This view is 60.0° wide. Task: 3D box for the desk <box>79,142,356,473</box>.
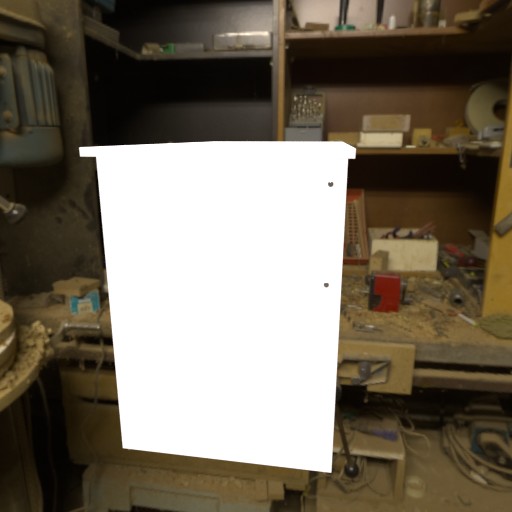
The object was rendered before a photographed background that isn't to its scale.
[{"bbox_3d":[0.000,0.000,1.488,0.560,0.730,1.096,2,15,9],"label":"desk"}]
